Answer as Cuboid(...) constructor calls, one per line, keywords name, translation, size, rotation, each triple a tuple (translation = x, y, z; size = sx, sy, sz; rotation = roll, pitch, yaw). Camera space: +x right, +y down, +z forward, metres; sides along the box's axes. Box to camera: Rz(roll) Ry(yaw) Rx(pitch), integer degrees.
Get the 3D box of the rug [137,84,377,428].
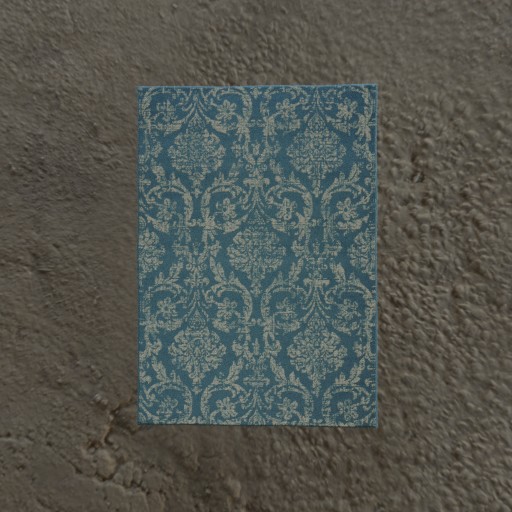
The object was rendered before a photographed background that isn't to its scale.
Cuboid(name="rug", translation=(0.000, 0.000, 2.862), size=(1.554, 0.012, 2.205), rotation=(0, 90, 2))
